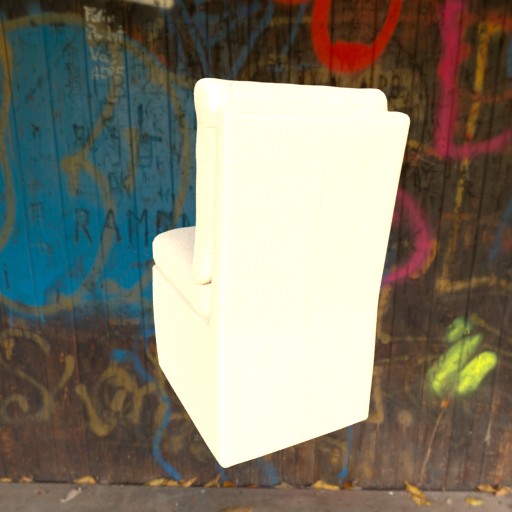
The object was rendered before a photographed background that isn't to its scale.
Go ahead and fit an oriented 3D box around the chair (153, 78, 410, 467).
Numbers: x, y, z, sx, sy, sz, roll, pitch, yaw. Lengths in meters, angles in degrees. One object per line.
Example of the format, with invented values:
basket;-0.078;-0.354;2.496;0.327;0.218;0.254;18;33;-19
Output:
chair;0.000;0.000;1.331;0.503;0.927;0.698;-7;16;-26
